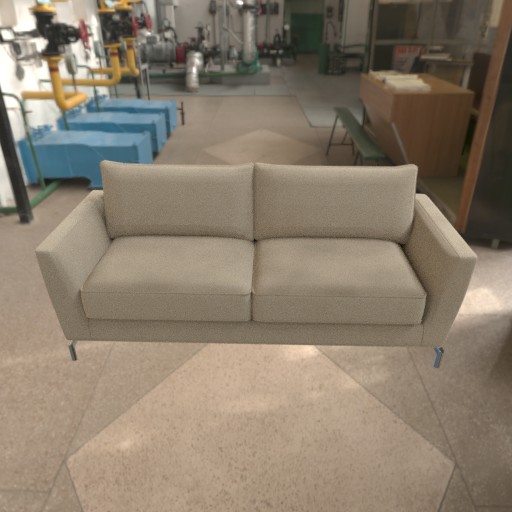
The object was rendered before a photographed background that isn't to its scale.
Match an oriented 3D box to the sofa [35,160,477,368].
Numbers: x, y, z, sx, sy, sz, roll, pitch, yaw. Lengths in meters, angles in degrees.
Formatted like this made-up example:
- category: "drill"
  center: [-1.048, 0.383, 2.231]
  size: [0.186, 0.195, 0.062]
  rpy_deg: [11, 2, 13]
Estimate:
- category: "sofa"
  center: [0.000, 0.000, 2.666]
  size: [2.214, 1.005, 0.868]
  rpy_deg: [1, 29, 1]
